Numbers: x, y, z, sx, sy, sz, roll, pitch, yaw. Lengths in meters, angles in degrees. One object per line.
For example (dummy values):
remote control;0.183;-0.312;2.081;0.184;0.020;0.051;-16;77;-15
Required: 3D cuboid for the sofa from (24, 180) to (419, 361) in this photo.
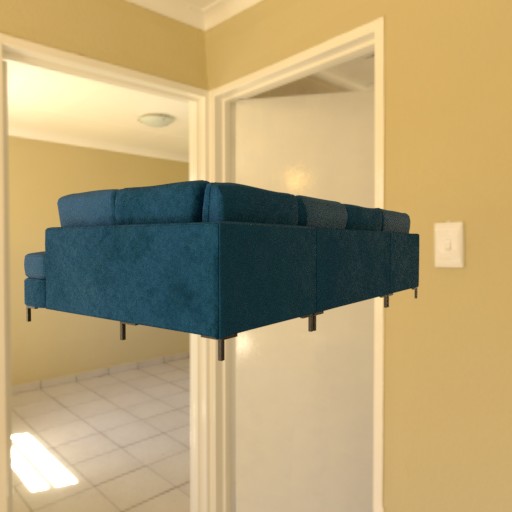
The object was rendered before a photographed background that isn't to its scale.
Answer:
sofa;0.000;0.000;4.241;2.055;0.992;3.434;1;2;37
